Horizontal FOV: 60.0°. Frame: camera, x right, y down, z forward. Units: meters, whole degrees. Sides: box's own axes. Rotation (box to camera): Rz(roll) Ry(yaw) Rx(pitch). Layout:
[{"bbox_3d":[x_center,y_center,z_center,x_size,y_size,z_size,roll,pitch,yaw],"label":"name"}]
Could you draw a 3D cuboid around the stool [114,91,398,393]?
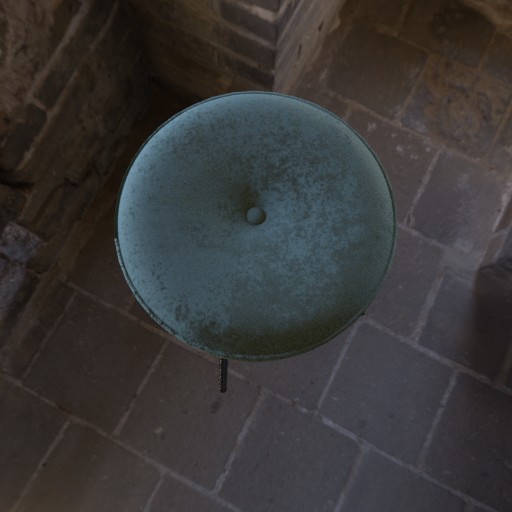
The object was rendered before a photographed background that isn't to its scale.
[{"bbox_3d":[0.000,0.000,0.869,0.457,0.519,0.458,-19,77,-5],"label":"stool"}]
